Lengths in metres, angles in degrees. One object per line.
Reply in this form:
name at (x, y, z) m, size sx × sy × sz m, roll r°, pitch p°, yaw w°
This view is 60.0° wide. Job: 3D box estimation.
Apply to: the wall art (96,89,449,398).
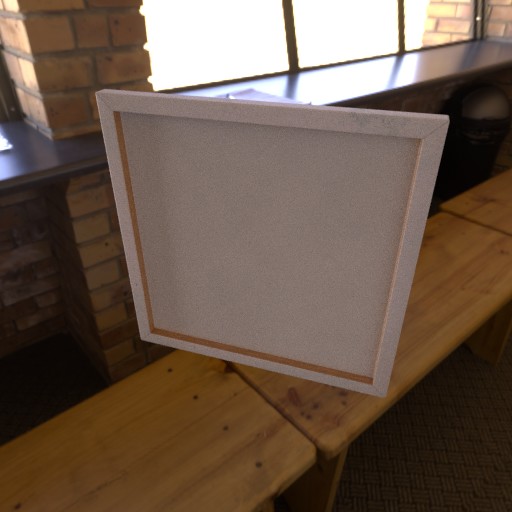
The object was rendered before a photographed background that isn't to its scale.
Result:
wall art at (0.000, 0.000, 1.134) m, size 0.762 × 0.762 × 0.038 m, roll 10°, pitch 34°, yaw 15°
